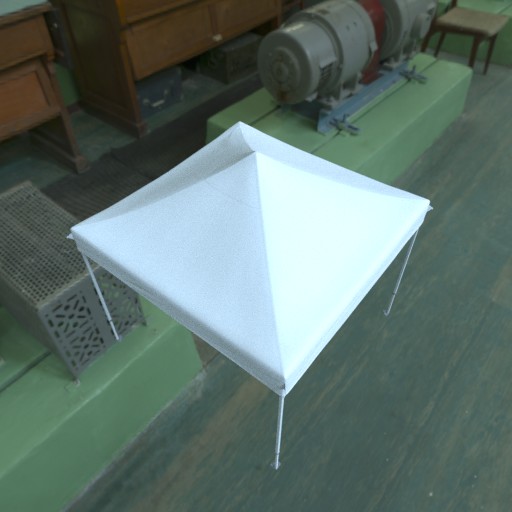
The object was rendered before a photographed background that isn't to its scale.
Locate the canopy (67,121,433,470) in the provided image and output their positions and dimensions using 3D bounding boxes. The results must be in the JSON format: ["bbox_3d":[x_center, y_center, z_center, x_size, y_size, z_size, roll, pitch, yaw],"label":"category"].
[{"bbox_3d":[0.000,0.000,5.493,2.996,2.998,2.994,30,53,25],"label":"canopy"}]
